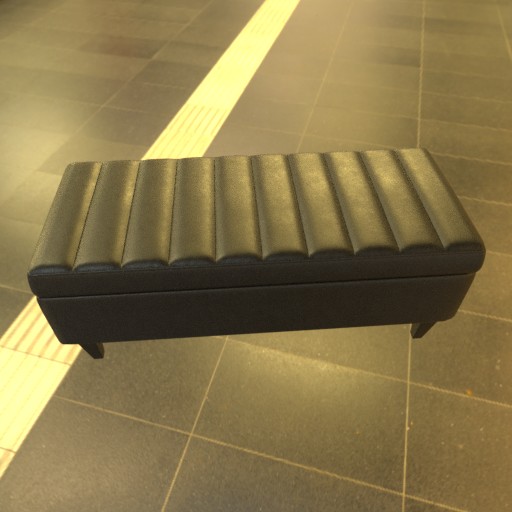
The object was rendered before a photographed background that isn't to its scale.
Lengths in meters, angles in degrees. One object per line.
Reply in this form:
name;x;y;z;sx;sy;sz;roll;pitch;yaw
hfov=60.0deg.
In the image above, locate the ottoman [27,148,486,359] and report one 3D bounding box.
ottoman;0.000;0.000;1.386;1.151;0.469;0.482;-3;47;-3
